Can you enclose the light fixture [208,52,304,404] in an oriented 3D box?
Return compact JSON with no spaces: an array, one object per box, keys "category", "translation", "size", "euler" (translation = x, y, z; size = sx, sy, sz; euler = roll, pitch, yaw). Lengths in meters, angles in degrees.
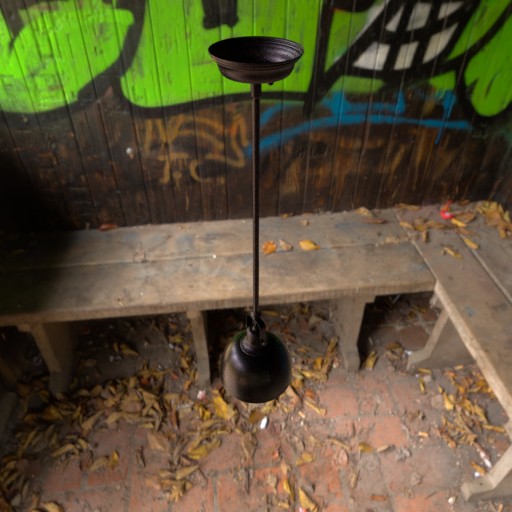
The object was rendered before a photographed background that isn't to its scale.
[{"category":"light fixture","translation":[0.000,0.000,0.875],"size":[0.182,0.768,0.182],"euler":[-24,46,-26]}]
